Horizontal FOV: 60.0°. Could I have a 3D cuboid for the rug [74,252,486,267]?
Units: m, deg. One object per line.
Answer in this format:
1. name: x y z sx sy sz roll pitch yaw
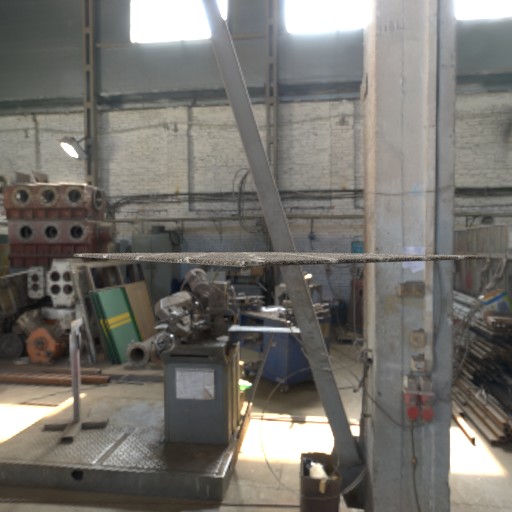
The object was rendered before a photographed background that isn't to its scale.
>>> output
1. rug: 0.000 0.000 4.094 2.438 0.029 3.047 -1 1 -37
